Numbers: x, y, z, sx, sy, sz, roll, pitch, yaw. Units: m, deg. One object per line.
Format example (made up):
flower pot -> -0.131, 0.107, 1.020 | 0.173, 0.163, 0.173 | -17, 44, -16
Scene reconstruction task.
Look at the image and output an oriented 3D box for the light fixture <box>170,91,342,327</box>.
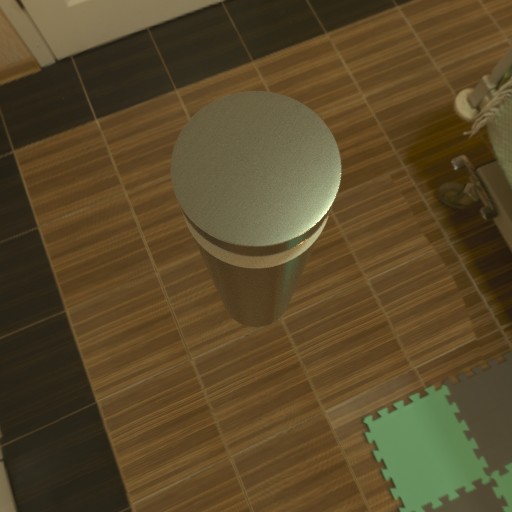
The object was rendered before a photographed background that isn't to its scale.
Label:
light fixture -> 0.000, 0.000, 0.451 | 0.102, 0.400, 0.102 | 36, 78, 9
